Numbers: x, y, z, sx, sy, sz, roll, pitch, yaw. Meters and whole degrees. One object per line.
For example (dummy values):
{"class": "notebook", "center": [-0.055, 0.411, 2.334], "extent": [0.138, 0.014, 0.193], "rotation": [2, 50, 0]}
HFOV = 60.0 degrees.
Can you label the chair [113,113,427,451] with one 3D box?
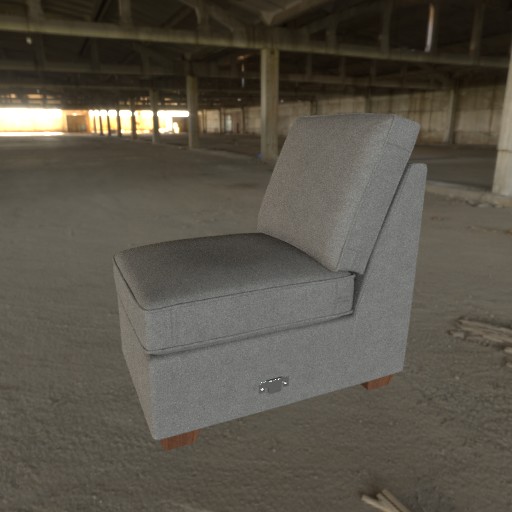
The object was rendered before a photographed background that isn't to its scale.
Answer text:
{"class": "chair", "center": [0.000, 0.000, 1.575], "extent": [0.938, 0.970, 0.621], "rotation": [-8, 18, -24]}
